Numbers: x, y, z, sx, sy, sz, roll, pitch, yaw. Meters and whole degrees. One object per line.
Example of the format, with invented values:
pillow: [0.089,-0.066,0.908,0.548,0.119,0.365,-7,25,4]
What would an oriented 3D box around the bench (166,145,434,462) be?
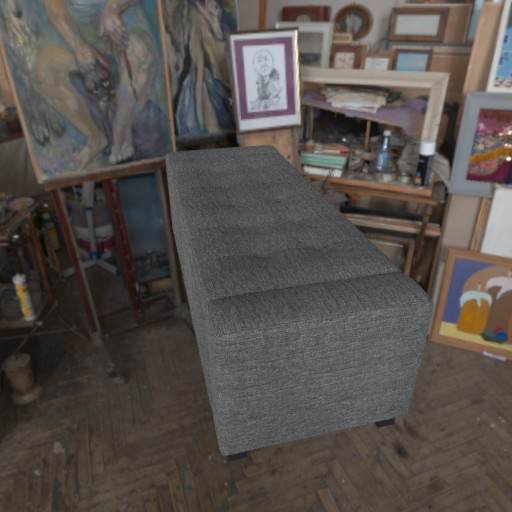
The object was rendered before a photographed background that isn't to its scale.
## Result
bench: [0.000,0.000,1.576,0.508,0.445,1.296,-7,30,-13]
